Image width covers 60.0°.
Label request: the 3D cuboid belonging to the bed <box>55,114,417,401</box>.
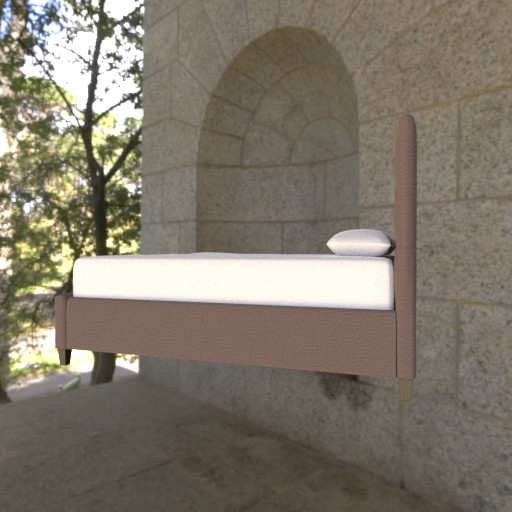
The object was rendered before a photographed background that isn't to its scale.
[{"bbox_3d":[0.000,0.000,3.322,2.233,1.426,1.696,0,1,19],"label":"bed"}]
